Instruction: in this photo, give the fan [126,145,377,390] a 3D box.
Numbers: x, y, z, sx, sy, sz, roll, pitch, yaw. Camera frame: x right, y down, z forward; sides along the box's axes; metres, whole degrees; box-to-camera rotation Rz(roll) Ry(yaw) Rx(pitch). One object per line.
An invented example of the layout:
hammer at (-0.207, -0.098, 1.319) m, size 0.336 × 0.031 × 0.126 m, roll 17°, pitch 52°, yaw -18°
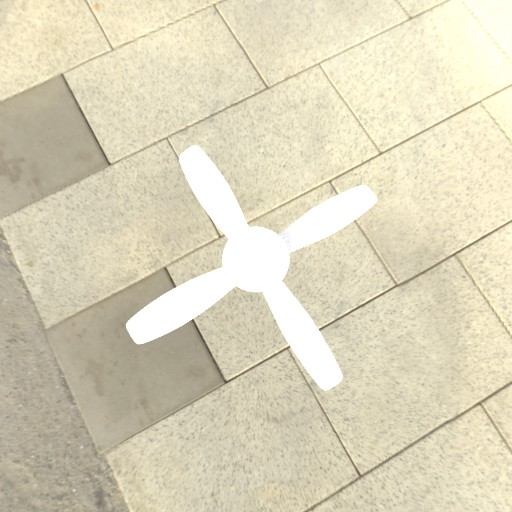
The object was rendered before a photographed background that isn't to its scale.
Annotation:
fan at (0.000, 0.000, 2.557) m, size 1.693 × 0.382 × 1.694 m, roll -31°, pitch 78°, yaw -7°
